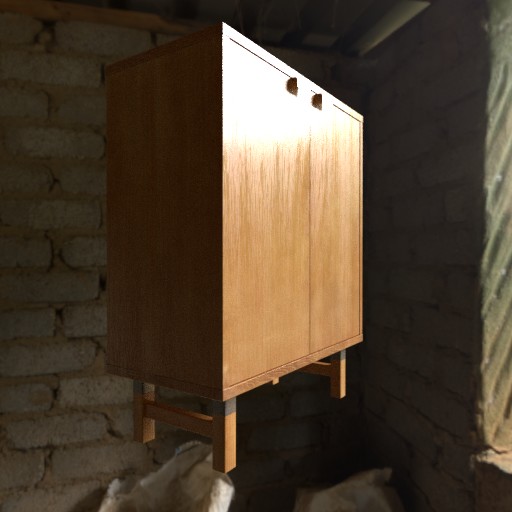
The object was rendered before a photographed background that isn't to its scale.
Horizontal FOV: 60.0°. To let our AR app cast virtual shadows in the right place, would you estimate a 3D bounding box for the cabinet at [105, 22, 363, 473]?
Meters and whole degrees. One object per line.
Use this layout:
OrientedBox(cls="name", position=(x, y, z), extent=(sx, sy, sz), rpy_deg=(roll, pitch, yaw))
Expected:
OrientedBox(cls="cabinet", position=(0.000, 0.000, 1.381), extent=(0.419, 1.001, 0.800), rpy_deg=(0, 1, 35))
